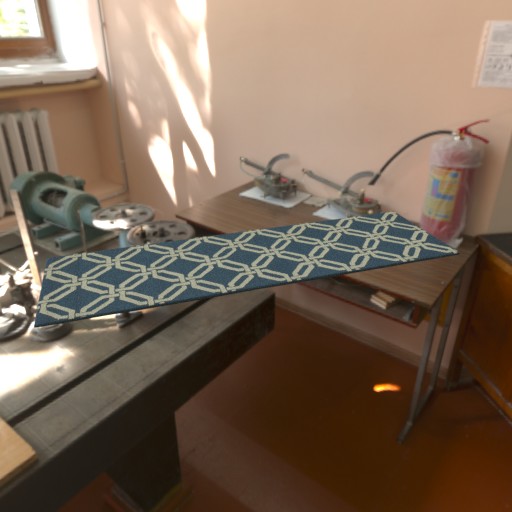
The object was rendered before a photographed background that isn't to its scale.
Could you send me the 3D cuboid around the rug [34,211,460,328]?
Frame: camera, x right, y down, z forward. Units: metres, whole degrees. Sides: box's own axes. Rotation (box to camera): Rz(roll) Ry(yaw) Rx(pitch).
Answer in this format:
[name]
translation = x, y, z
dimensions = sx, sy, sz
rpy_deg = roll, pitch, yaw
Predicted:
[rug]
translation = 0.000, 0.000, 2.543
dimensions = 2.276, 0.014, 0.678
rpy_deg = -9, 29, -16
